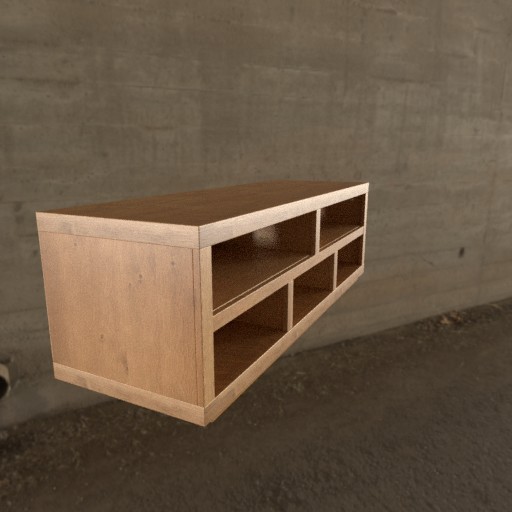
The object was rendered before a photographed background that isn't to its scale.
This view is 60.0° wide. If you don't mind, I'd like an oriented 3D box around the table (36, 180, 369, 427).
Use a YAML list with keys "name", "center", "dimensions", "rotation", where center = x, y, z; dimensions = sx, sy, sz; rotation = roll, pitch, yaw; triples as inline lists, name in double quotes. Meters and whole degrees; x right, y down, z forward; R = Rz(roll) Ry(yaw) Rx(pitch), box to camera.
- name: "table"
  center: [0.000, 0.000, 1.722]
  dimensions: [0.499, 0.491, 1.499]
  rotation: [7, 15, 26]
